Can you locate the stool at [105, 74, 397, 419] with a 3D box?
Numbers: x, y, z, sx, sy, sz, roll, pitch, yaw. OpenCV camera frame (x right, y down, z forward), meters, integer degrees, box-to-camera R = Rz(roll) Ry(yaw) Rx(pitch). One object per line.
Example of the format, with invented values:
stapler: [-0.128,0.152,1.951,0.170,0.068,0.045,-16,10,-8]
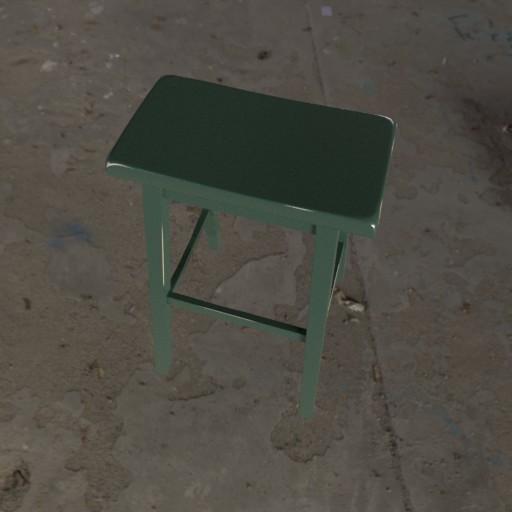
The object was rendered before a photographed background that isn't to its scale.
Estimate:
stool: [0.000,0.000,1.050,0.457,0.737,0.476,14,59,9]
